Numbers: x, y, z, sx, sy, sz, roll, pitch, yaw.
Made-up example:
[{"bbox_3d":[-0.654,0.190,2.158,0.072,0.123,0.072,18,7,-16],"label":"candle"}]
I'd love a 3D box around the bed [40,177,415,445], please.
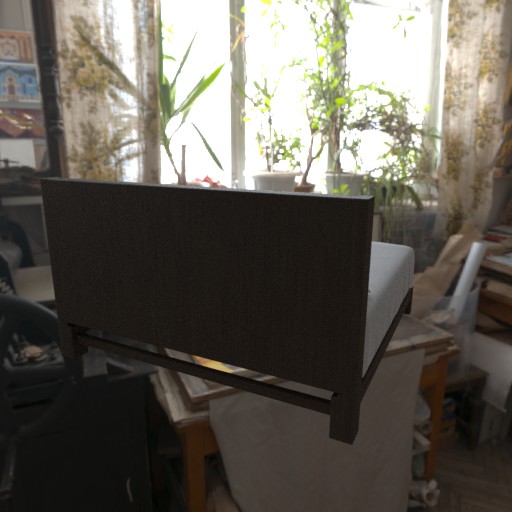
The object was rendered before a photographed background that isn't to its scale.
[{"bbox_3d":[0.000,0.000,3.448,2.134,1.270,2.012,8,17,26],"label":"bed"}]
